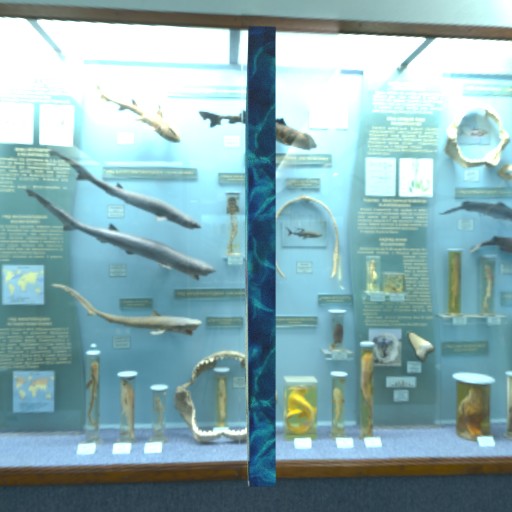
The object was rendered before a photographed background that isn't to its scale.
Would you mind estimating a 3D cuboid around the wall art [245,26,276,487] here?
[{"bbox_3d":[0.000,0.000,0.865,0.038,0.635,0.508,0,0,-2],"label":"wall art"}]
